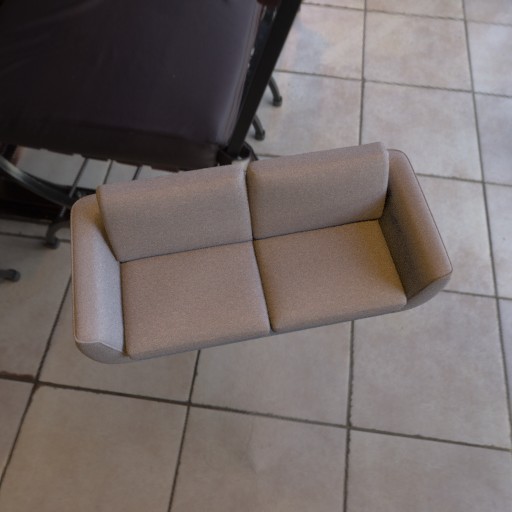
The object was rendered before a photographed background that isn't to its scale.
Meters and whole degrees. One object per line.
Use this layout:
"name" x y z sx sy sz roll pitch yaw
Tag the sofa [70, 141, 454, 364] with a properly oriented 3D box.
"sofa" 0.000 0.000 2.633 2.000 0.870 0.920 -10 64 -5
